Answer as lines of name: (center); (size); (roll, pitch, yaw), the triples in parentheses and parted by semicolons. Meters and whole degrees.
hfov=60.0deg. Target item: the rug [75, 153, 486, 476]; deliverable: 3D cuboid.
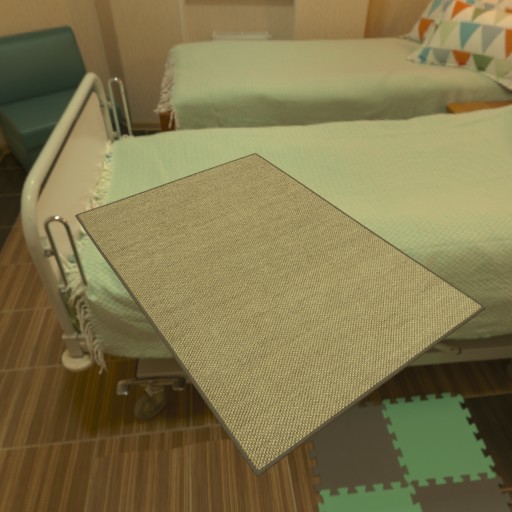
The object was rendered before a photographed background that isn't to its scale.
rug: (0.000, 0.000, 2.700); (1.523, 0.012, 2.133); (-25, 47, -26)
